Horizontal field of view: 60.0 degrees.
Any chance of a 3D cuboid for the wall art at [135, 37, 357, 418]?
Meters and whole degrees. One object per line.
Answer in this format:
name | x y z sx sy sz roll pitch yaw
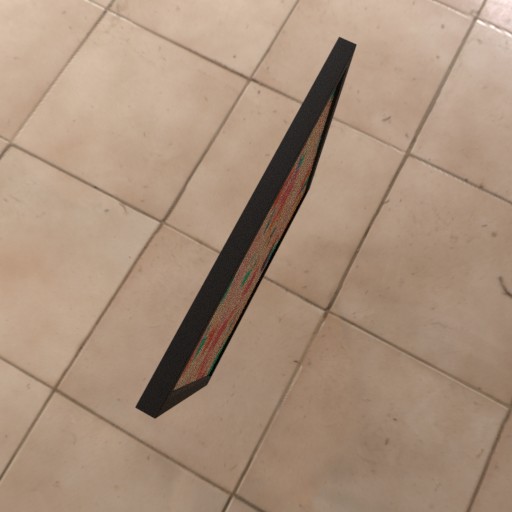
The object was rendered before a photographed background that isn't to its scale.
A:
wall art | 0.000 0.000 0.459 0.015 0.304 0.306 27 79 6
